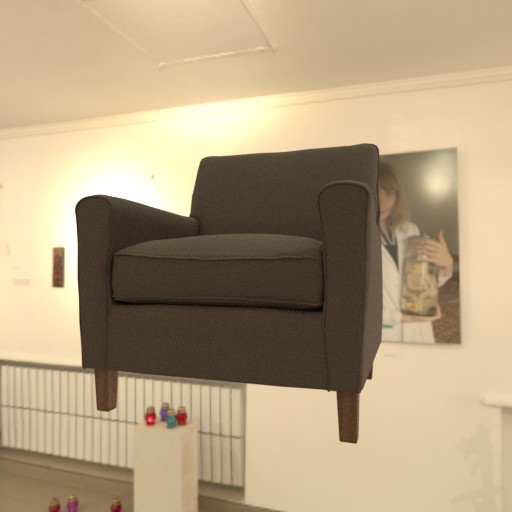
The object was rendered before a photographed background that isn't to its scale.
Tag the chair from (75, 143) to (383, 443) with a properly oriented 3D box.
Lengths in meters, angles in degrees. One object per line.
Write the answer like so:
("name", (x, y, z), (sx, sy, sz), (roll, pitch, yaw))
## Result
("chair", (0.000, 0.000, 1.541), (0.836, 0.911, 0.831), (0, -1, 19))
